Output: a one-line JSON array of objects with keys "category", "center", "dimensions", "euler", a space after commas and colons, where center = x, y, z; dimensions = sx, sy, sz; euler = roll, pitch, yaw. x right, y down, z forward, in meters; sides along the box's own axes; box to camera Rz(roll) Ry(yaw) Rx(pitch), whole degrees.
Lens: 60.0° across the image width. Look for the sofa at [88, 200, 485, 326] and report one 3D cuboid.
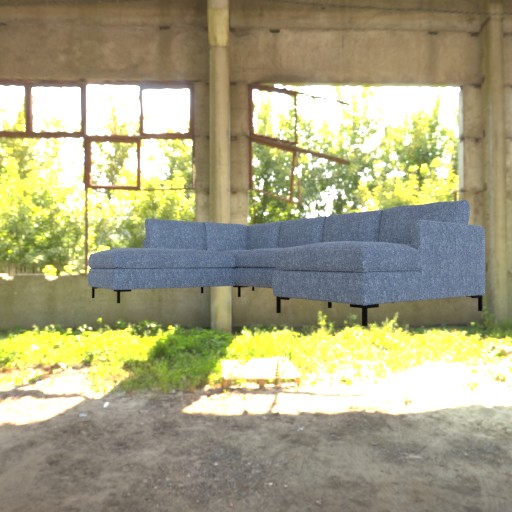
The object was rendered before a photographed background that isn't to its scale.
[{"category": "sofa", "center": [0.000, 0.000, 3.508], "dimensions": [1.879, 0.756, 2.737], "euler": [1, -1, -36]}]
